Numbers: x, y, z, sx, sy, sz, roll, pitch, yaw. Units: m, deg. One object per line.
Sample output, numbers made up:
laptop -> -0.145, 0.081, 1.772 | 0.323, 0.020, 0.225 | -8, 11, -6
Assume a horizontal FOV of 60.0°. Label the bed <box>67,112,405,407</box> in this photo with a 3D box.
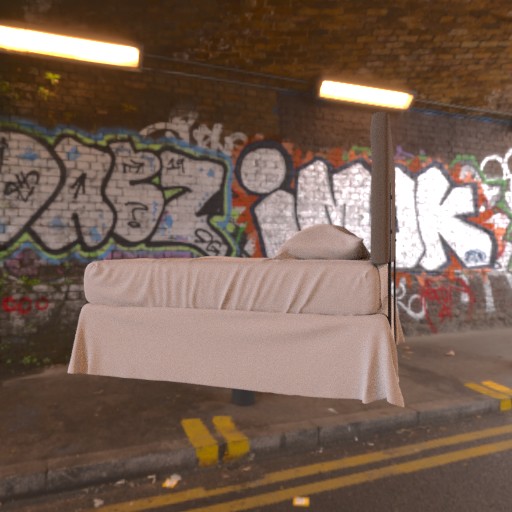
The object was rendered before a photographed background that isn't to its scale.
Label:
bed -> 0.000, 0.000, 3.482 | 2.222, 1.577, 1.936 | 0, 0, 18
